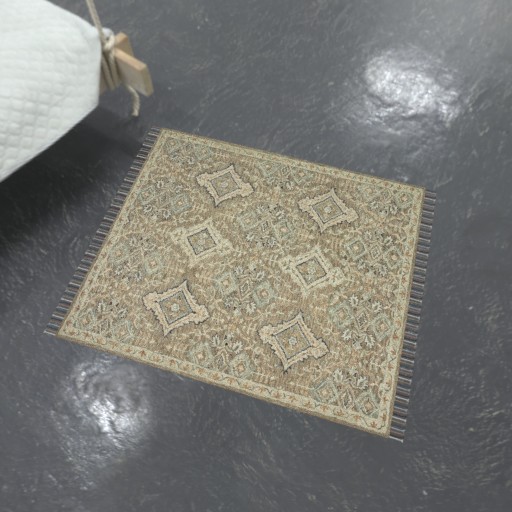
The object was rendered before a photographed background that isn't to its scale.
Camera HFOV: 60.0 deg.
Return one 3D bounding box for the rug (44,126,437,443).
[{"bbox_3d":[0.000,0.000,4.105,3.056,0.010,2.437,15,64,7],"label":"rug"}]
